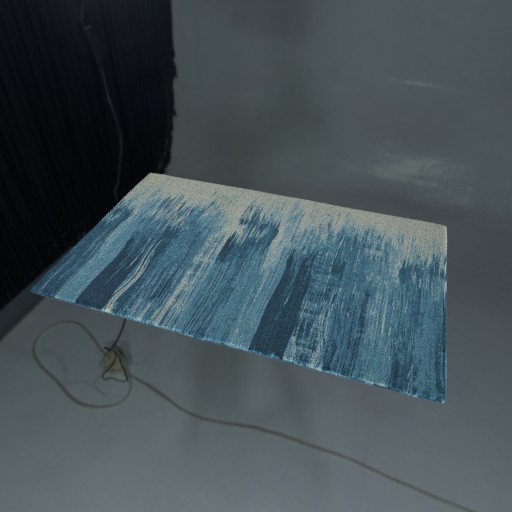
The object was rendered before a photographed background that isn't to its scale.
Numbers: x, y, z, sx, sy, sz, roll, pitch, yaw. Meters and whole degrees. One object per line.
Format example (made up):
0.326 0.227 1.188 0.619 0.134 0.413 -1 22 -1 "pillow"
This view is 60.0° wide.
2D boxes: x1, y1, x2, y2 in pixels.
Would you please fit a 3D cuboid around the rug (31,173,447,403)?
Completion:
0.000 0.000 2.988 2.450 0.027 1.540 12 42 14 "rug"
